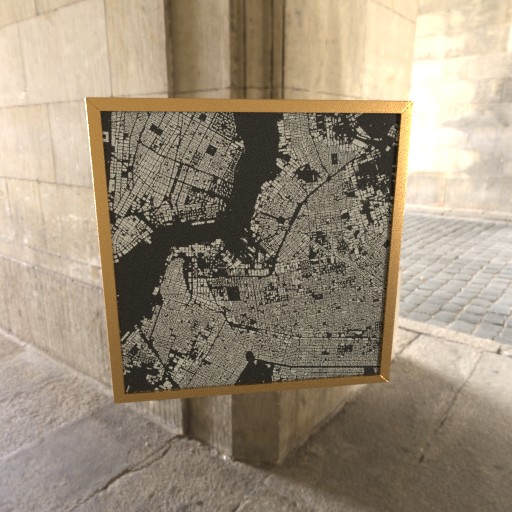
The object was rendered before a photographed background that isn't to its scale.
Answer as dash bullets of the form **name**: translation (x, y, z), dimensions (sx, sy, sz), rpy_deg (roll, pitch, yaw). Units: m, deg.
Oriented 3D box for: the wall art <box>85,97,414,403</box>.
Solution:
- **wall art**: translation (0.000, 0.000, 0.458), dimensions (0.305, 0.305, 0.023), rpy_deg (-2, 15, -8)
